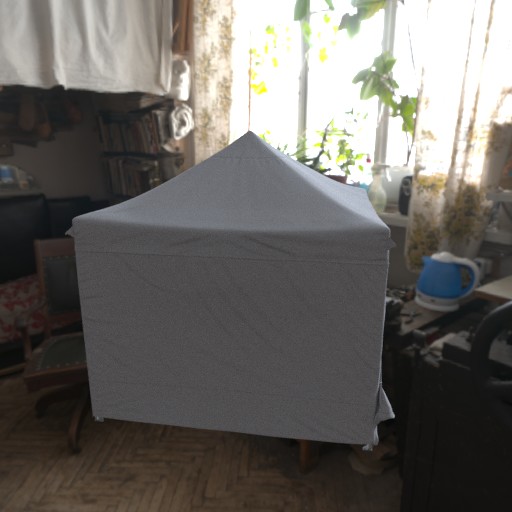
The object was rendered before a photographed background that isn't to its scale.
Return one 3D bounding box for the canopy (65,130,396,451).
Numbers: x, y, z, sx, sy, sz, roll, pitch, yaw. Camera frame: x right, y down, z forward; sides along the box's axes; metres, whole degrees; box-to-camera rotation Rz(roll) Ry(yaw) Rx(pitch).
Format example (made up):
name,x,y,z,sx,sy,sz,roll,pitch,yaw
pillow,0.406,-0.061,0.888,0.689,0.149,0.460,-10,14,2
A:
name,x,y,z,sx,sy,sz,roll,pitch,yaw
canopy,0.000,0.000,5.499,3.121,2.997,3.043,2,15,9
